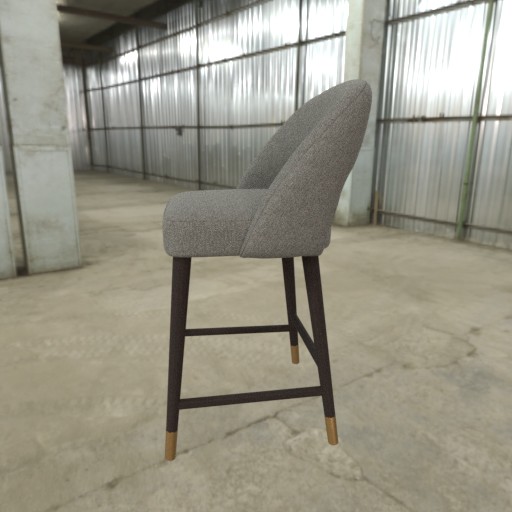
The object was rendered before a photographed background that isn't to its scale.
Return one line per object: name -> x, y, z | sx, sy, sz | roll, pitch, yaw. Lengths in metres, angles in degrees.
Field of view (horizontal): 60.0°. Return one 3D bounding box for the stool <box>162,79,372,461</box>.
stool -> 0.000, 0.000, 1.244 | 0.524, 0.925, 0.536 | -2, 15, -8
